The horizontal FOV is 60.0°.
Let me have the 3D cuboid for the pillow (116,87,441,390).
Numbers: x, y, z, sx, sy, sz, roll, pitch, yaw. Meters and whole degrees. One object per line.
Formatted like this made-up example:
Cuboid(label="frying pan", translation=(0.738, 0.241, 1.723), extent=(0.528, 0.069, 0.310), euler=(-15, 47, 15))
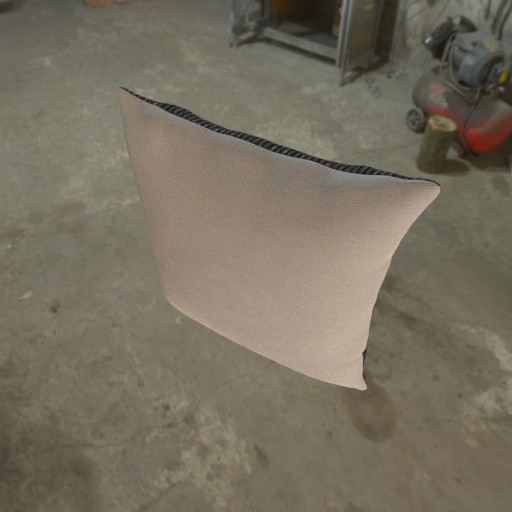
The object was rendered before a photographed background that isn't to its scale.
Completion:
Cuboid(label="pillow", translation=(0.000, 0.000, 0.673), extent=(0.433, 0.434, 0.196), euler=(23, 50, 20))
